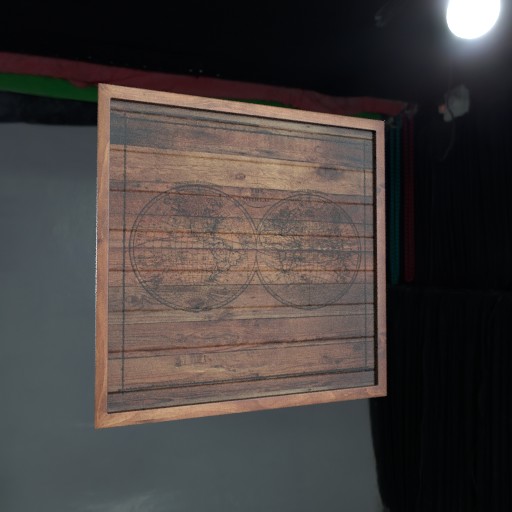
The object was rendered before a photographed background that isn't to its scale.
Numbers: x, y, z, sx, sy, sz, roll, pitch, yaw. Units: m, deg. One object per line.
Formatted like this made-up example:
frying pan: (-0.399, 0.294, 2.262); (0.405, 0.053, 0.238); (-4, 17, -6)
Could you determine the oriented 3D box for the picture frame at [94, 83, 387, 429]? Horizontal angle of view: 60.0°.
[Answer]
picture frame: (0.000, 0.000, 1.195); (0.810, 0.817, 0.029); (1, -2, -20)
